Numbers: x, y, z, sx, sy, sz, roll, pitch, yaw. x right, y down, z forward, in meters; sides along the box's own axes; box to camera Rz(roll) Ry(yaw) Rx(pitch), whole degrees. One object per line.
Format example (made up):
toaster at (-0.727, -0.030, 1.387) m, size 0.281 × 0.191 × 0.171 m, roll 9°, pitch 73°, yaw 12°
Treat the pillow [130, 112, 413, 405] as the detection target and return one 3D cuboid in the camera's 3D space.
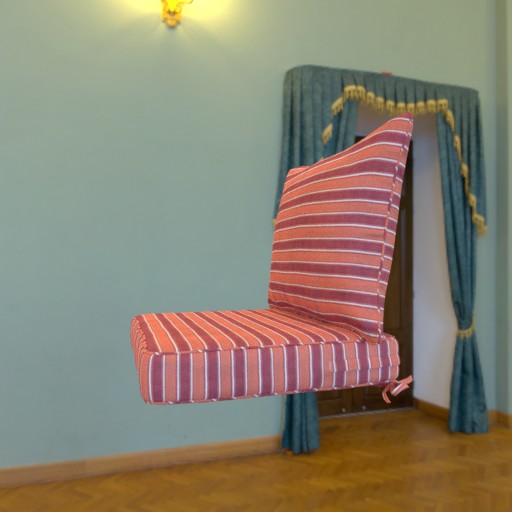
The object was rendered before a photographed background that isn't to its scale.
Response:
pillow at (0.000, 0.000, 1.380) m, size 0.733 × 0.723 × 0.799 m, roll 0°, pitch 0°, yaw -18°
